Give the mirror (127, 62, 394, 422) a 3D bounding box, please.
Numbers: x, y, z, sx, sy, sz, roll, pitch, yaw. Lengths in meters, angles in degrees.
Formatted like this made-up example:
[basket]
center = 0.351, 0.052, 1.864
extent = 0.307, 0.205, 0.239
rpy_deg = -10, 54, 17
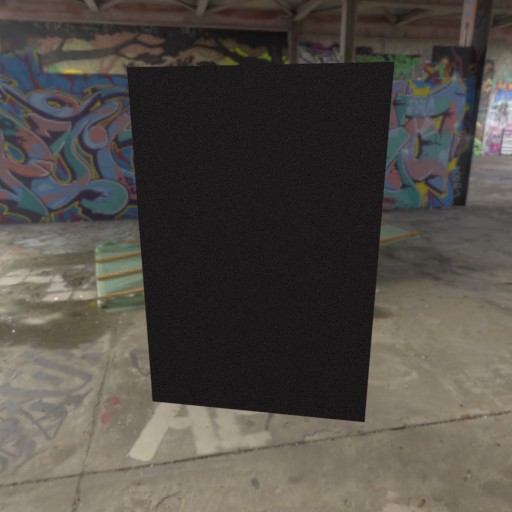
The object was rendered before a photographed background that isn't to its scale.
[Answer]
[mirror]
center = 0.000, 0.000, 1.150
extent = 0.613, 0.914, 0.039
rpy_deg = 3, 17, 9
